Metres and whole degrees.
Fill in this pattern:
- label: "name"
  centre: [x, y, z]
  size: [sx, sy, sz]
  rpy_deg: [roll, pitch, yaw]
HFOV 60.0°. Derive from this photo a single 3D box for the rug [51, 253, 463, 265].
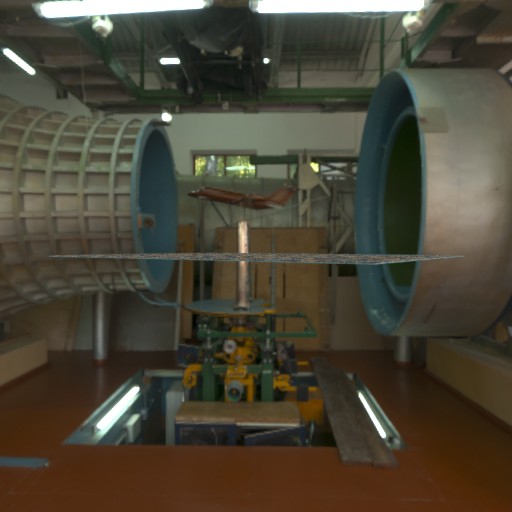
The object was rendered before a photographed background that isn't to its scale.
- label: "rug"
  centre: [0.000, 0.000, 4.302]
  size: [3.291, 0.013, 2.337]
  rpy_deg: [1, 2, 36]
